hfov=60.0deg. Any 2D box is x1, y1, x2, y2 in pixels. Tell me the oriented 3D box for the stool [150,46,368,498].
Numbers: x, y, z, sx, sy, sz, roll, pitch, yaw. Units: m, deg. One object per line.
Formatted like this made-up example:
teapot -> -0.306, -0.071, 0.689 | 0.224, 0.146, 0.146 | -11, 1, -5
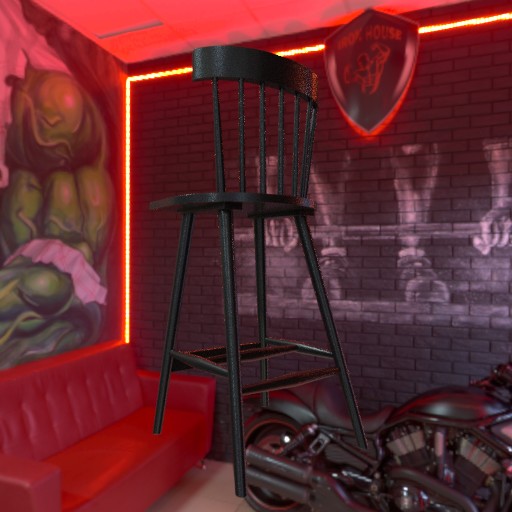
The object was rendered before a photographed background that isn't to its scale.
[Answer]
stool -> 0.000, 0.000, 1.322 | 0.482, 1.092, 0.483 | 0, -1, -37
